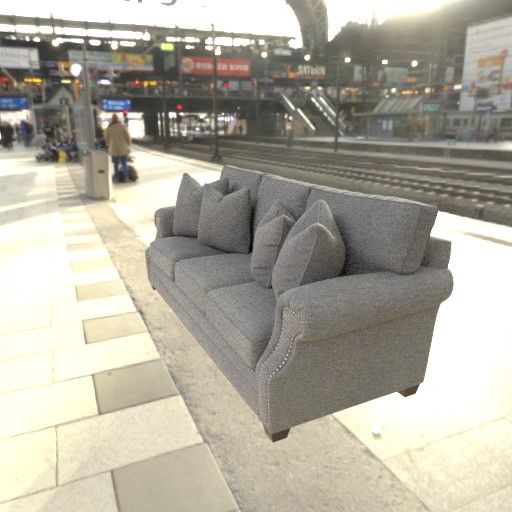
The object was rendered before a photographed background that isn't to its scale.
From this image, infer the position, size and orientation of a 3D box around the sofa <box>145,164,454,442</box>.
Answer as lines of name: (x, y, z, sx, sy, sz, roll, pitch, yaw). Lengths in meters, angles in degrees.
sofa: (0.000, 0.000, 2.816, 0.965, 0.975, 2.312, -8, 18, -25)
